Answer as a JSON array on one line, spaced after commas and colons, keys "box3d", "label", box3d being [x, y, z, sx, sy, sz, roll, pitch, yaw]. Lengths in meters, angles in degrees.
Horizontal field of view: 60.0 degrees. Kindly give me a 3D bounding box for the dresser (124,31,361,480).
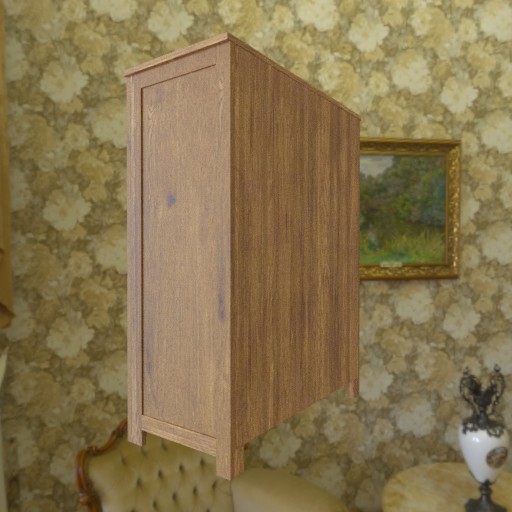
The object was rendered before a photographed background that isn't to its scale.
[{"box3d": [0.000, 0.000, 2.002, 0.558, 1.431, 1.081, 0, 1, 36], "label": "dresser"}]
